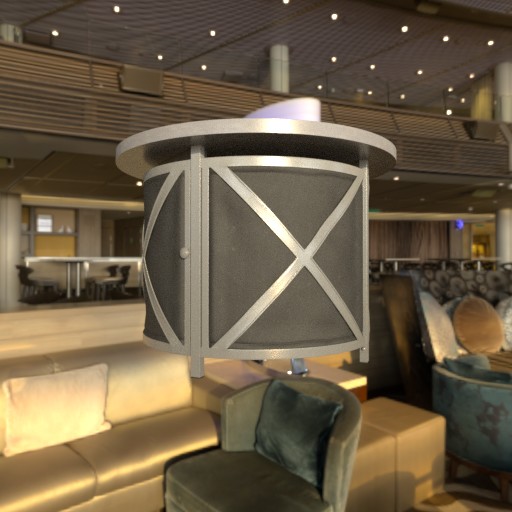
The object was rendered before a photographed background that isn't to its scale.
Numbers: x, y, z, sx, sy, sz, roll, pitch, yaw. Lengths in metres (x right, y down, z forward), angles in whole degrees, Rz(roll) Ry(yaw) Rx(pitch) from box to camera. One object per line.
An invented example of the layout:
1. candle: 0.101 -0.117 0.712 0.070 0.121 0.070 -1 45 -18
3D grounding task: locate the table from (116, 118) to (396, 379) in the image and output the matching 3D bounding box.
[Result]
1. table: 0.000 0.000 1.512 0.914 0.650 0.914 0 -1 0
